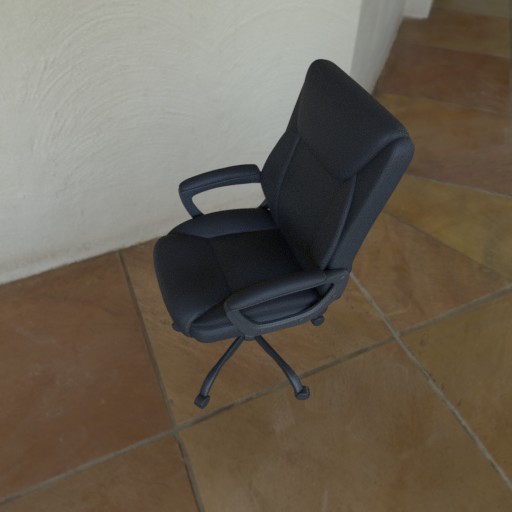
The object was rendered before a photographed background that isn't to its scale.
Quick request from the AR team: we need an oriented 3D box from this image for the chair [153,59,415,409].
[{"bbox_3d":[0.000,0.000,1.466,0.655,1.072,0.615,-15,49,-14],"label":"chair"}]
